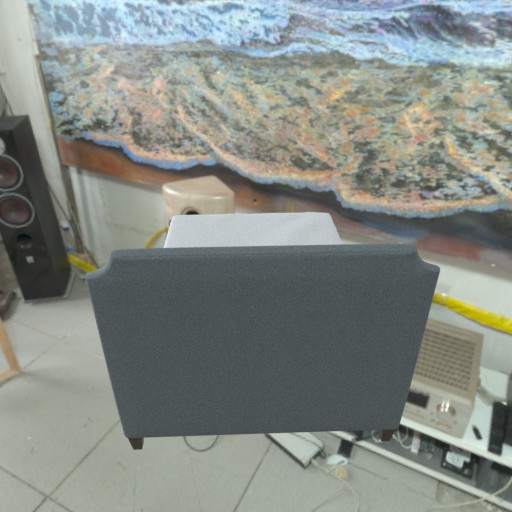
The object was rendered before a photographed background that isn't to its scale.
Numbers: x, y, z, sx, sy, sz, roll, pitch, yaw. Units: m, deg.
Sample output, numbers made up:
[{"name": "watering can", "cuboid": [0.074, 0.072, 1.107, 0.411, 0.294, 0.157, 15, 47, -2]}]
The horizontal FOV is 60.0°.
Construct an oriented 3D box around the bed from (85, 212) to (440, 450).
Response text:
[{"name": "bed", "cuboid": [0.000, 0.000, 3.404, 1.712, 1.443, 2.372, -1, 31, -2]}]
